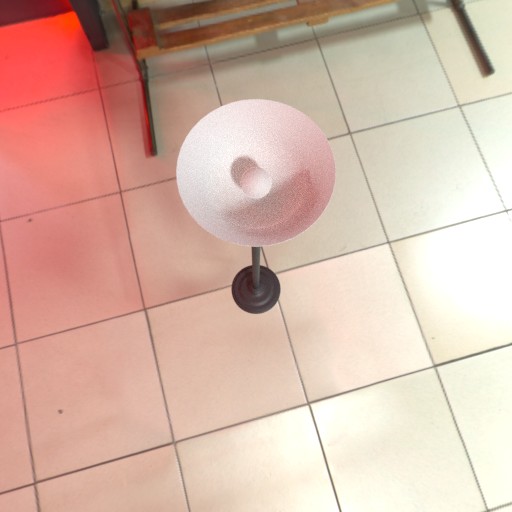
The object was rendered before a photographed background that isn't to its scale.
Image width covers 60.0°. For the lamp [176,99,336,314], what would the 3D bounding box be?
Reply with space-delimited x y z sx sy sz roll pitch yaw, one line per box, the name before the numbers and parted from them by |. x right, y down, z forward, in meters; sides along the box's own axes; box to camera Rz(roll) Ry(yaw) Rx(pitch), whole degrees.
lamp | 0.000 0.000 1.993 0.405 1.797 0.405 17 76 4
